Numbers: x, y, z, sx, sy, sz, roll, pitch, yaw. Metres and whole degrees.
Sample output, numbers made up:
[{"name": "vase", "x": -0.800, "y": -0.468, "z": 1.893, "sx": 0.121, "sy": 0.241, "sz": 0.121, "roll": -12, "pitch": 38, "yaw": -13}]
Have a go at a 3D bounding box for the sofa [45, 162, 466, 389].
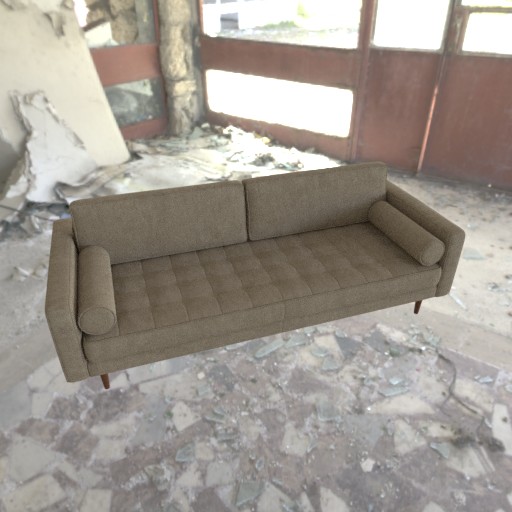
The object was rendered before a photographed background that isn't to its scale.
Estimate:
[{"name": "sofa", "x": 0.000, "y": 0.000, "z": 2.603, "sx": 2.200, "sy": 0.770, "sz": 0.919, "roll": -10, "pitch": 33, "yaw": -16}]
